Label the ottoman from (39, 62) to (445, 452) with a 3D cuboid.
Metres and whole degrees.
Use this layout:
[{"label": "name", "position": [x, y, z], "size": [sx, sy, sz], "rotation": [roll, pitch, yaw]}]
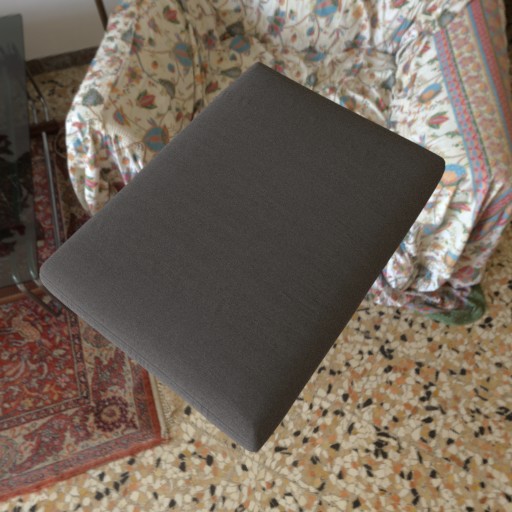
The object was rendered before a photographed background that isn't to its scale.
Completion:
[{"label": "ottoman", "position": [0.000, 0.000, 1.129], "size": [0.569, 0.500, 0.771], "rotation": [33, 68, 16]}]
